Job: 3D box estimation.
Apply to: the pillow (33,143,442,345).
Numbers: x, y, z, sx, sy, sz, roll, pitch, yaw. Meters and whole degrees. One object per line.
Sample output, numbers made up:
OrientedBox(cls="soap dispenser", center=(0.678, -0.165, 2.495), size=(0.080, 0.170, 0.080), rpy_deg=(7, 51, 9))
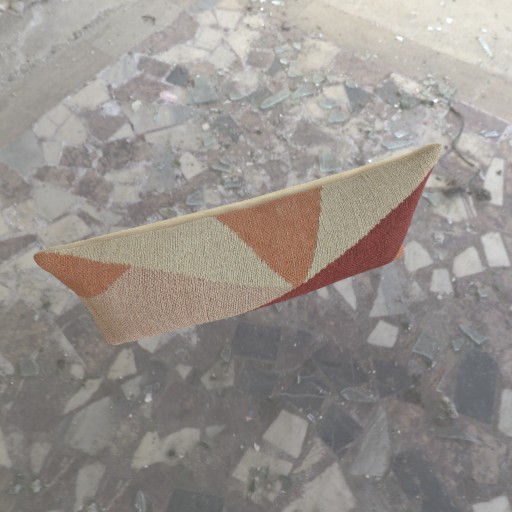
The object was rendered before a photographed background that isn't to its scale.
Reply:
OrientedBox(cls="pillow", center=(0.000, 0.000, 0.741), size=(0.609, 0.292, 0.155), rpy_deg=(-16, 64, -8))
